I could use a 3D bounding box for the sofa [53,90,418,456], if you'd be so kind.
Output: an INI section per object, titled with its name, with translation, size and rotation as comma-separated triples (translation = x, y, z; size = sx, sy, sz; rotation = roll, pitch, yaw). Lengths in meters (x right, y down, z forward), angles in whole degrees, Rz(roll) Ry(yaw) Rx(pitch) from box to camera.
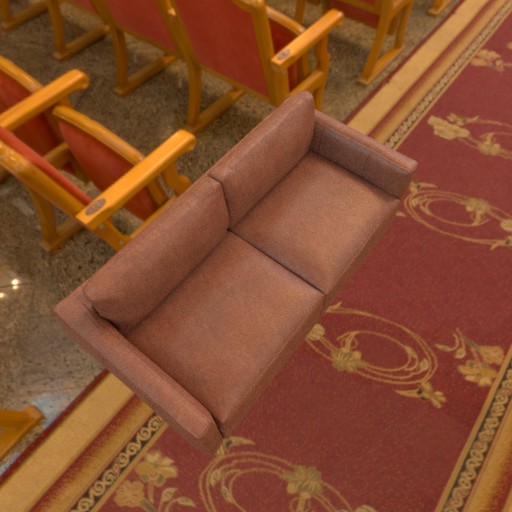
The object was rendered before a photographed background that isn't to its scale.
[sofa]
translation = 0.000, 0.000, 2.331
size = 0.899, 0.883, 1.797
rotation = 34, 65, 18
